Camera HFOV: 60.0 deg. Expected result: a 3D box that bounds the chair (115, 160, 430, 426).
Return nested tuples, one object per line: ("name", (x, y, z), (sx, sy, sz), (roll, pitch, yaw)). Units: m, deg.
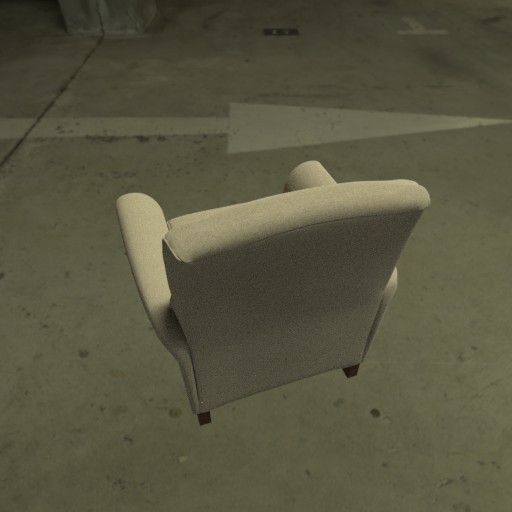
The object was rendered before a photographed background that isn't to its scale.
("chair", (0.000, 0.000, 1.757), (0.978, 1.061, 0.905), (-13, 43, -15))
